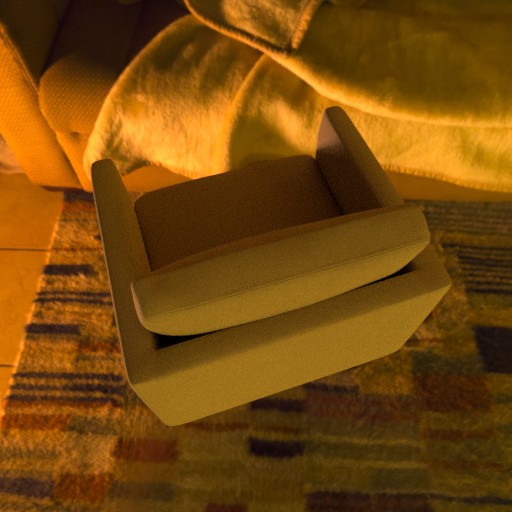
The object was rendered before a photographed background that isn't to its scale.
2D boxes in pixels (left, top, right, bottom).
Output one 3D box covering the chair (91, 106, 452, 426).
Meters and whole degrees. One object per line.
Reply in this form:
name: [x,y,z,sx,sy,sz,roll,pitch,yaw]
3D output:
chair: [0.000,0.000,1.826,1.107,0.961,0.959,-16,60,-9]
